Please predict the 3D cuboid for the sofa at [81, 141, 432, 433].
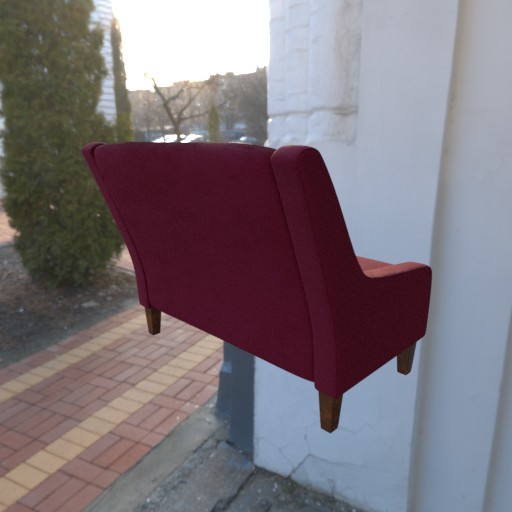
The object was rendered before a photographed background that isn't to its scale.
[{"bbox_3d":[0.000,0.000,1.952,1.242,0.976,0.946,14,21,43],"label":"sofa"}]
